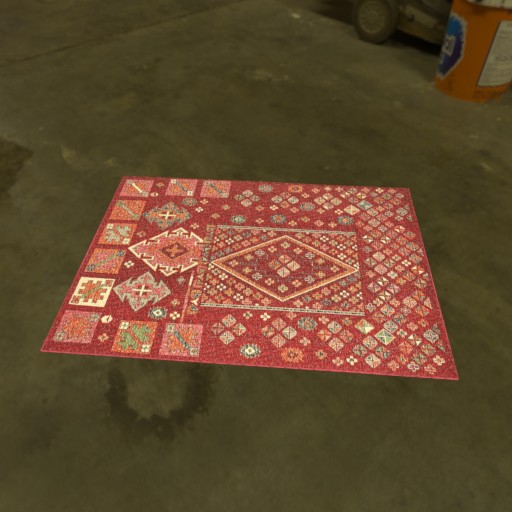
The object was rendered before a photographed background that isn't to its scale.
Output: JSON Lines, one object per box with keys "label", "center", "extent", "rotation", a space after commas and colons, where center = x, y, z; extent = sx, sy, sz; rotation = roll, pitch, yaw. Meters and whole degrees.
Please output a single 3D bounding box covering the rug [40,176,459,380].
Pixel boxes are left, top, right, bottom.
{"label": "rug", "center": [0.000, 0.000, 2.847], "extent": [2.184, 0.007, 1.579], "rotation": [3, 46, 3]}
